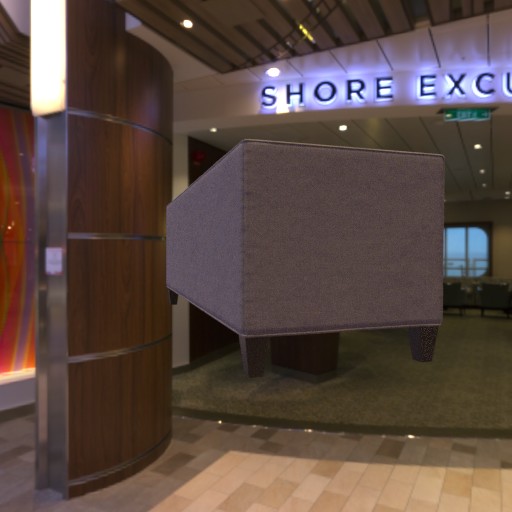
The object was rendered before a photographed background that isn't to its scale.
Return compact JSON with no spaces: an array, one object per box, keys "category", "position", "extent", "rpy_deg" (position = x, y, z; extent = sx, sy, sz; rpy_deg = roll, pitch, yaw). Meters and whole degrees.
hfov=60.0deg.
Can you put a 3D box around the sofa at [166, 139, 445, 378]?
[{"category":"sofa","position":[0.000,0.000,2.525],"extent":[0.775,0.762,2.159],"rpy_deg":[0,1,-18]}]
